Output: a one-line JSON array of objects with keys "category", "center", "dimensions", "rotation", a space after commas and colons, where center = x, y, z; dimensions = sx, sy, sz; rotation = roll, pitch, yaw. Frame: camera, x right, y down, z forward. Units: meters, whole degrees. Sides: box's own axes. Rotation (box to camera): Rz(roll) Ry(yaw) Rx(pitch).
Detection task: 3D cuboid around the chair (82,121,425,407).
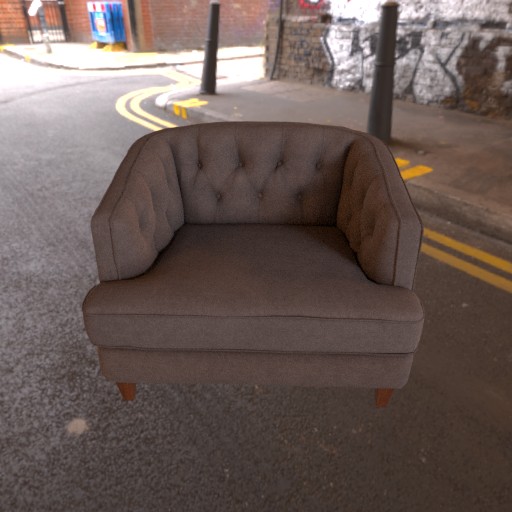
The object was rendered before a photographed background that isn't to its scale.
[{"category": "chair", "center": [0.000, 0.000, 1.769], "dimensions": [1.104, 0.852, 0.941], "rotation": [1, 30, 2]}]
